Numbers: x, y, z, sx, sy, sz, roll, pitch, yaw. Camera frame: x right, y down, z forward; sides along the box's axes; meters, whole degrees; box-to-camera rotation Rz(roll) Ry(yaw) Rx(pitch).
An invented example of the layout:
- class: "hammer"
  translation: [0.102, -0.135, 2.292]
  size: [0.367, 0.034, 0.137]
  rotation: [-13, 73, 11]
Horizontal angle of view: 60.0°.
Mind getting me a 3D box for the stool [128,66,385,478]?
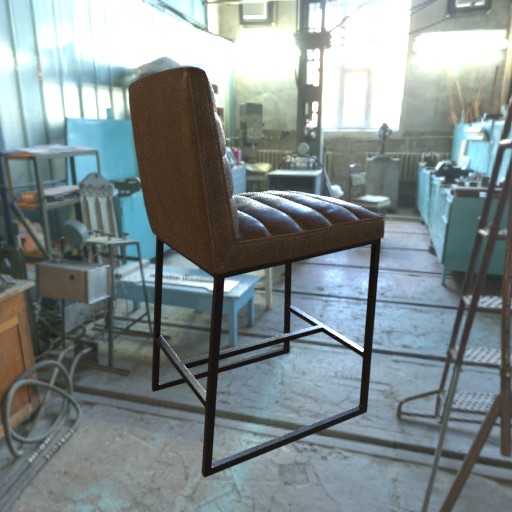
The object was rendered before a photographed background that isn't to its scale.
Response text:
- class: "stool"
  translation: [0.000, 0.000, 1.260]
  size: [0.562, 0.942, 0.463]
  rotation: [-9, 19, -28]
